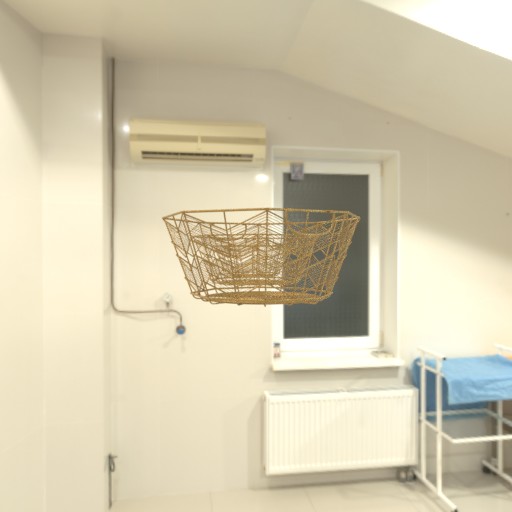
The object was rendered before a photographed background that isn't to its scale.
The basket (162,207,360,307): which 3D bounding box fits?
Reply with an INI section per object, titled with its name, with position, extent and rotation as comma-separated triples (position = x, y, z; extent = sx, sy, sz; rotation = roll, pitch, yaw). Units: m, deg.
[basket]
position = 0.000, 0.000, 1.371
extent = 0.432, 0.178, 1.245
rotation = 0, 1, -2
